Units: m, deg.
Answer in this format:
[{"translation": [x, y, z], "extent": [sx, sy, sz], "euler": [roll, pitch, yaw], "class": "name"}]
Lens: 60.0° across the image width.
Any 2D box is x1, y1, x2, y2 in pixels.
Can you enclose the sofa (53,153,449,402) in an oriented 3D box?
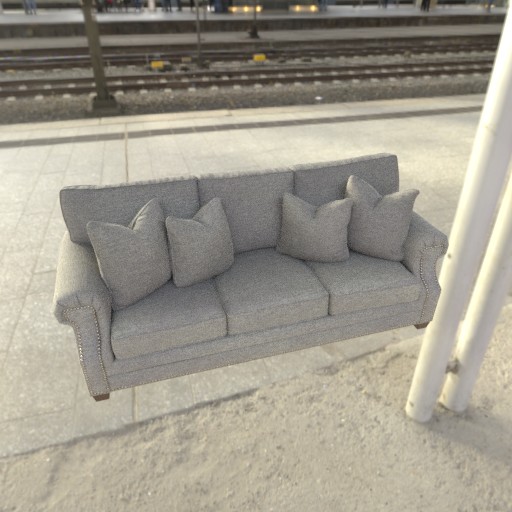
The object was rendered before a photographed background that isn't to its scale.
[{"translation": [0.000, 0.000, 2.792], "extent": [2.312, 0.975, 0.965], "euler": [-9, 32, -15], "class": "sofa"}]
